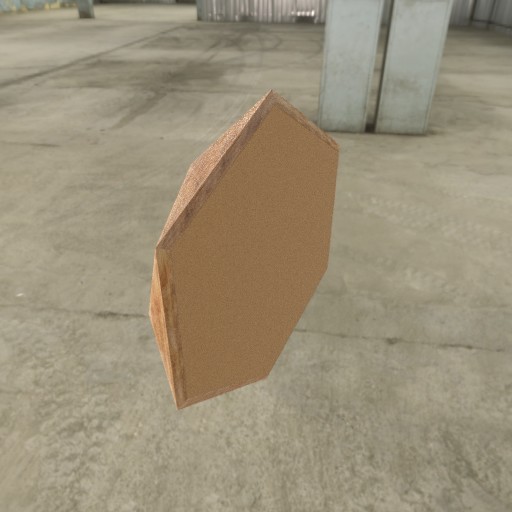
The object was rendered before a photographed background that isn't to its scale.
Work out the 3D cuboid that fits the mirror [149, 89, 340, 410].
[{"bbox_3d":[0.000,0.000,1.074,0.091,0.779,0.675,20,36,30],"label":"mirror"}]
